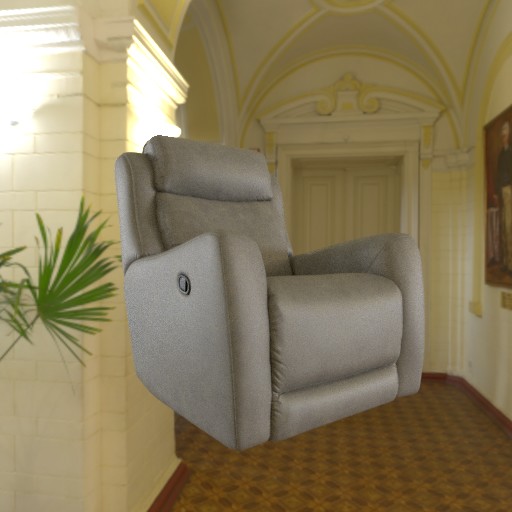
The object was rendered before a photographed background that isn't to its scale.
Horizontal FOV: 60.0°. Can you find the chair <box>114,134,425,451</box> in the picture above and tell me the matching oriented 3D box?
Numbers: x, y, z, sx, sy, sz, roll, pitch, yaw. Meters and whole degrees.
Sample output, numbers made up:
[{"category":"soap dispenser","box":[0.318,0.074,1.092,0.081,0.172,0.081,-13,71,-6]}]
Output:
[{"category":"chair","box":[0.000,0.000,1.902,0.965,1.116,1.068,-1,1,-36]}]
